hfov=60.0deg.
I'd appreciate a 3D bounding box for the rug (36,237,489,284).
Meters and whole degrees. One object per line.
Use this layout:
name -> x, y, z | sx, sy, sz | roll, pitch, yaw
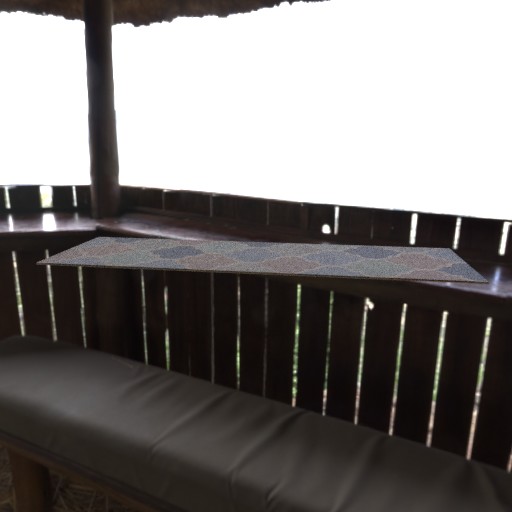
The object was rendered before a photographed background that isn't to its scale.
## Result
rug -> 0.000, 0.000, 2.542 | 2.287, 0.011, 0.687 | 2, 14, 8
